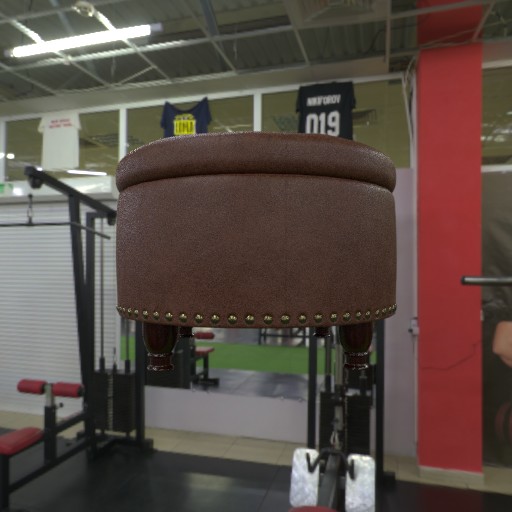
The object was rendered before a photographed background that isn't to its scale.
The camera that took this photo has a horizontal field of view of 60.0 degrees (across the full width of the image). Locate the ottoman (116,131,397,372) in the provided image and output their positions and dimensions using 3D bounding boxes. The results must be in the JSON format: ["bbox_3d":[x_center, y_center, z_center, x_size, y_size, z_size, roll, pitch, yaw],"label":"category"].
[{"bbox_3d":[0.000,0.000,1.051,0.637,0.442,0.637,0,-1,0],"label":"ottoman"}]
